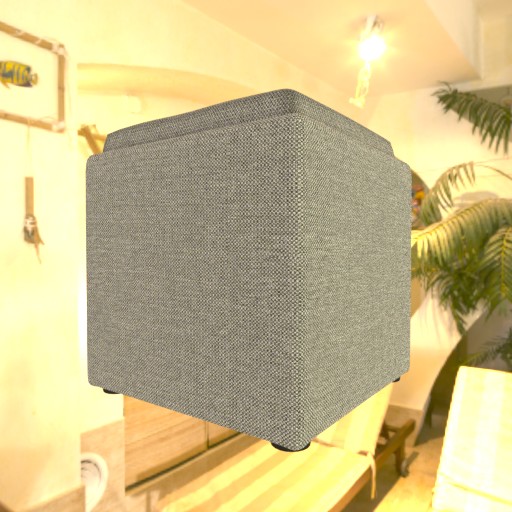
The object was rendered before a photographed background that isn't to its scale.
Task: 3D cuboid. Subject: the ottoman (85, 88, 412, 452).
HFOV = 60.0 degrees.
[{"bbox_3d":[0.000,0.000,0.840,0.454,0.487,0.436,1,2,36],"label":"ottoman"}]
